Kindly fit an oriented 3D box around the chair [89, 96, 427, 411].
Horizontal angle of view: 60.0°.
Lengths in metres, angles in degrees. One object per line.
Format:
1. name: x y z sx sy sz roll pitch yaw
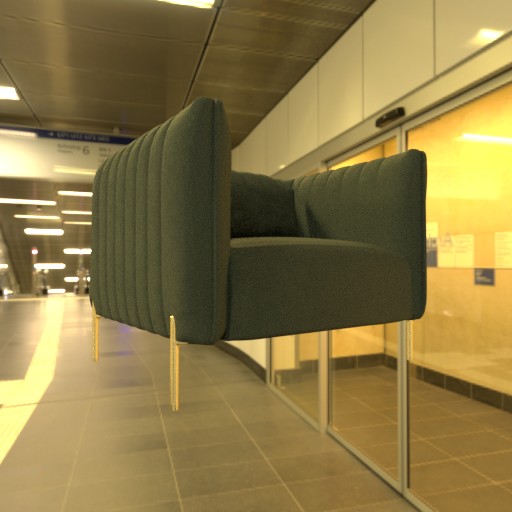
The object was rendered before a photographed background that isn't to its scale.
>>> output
1. chair: 0.000 0.000 1.674 1.032 0.794 0.877 1 -1 -36
